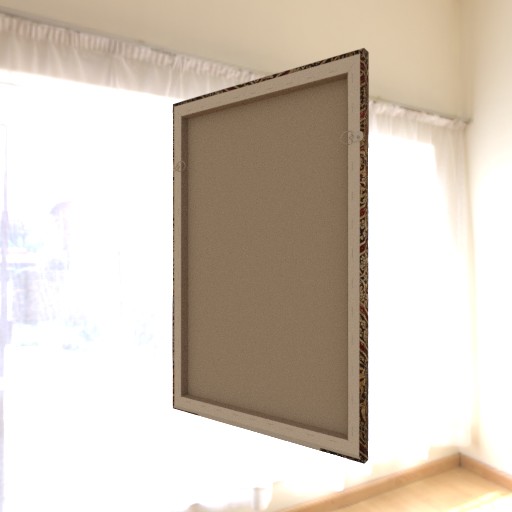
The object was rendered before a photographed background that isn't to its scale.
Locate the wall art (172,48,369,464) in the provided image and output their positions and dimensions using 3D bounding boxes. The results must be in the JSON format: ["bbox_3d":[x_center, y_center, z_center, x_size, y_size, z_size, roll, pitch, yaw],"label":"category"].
[{"bbox_3d":[0.000,0.000,0.761,0.397,0.599,0.020,0,0,36],"label":"wall art"}]
